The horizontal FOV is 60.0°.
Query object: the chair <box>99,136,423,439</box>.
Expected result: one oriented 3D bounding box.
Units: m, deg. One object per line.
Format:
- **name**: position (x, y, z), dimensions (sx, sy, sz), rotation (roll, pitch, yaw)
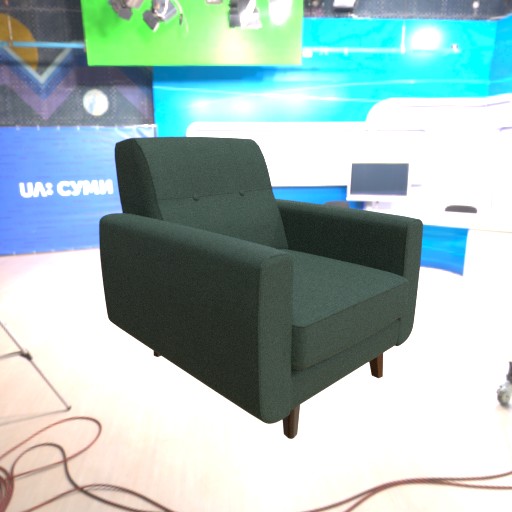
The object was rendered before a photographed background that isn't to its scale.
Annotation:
- **chair**: position (0.000, 0.000, 1.604), dimensions (0.831, 0.841, 0.909), rotation (-14, 20, -43)
